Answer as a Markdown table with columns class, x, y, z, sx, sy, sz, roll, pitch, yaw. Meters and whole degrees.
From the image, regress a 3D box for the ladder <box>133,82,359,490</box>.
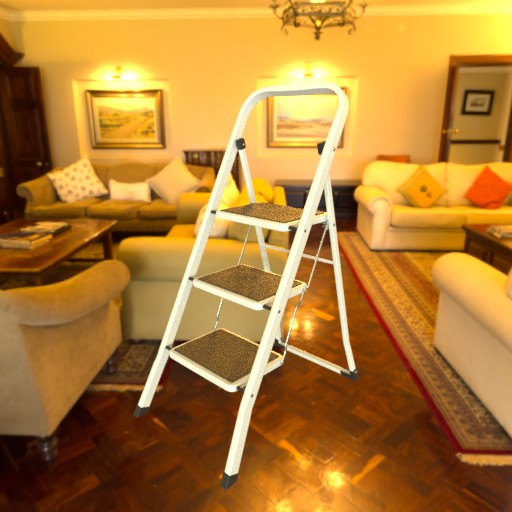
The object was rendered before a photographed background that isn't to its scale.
| class | x | y | z | sx | sy | sz | roll | pitch | yaw |
| --- | --- | --- | --- | --- | --- | --- | --- | --- | --- |
| ladder | 0.000 | 0.000 | 1.422 | 0.460 | 1.050 | 0.711 | 16 | 23 | 41 |
